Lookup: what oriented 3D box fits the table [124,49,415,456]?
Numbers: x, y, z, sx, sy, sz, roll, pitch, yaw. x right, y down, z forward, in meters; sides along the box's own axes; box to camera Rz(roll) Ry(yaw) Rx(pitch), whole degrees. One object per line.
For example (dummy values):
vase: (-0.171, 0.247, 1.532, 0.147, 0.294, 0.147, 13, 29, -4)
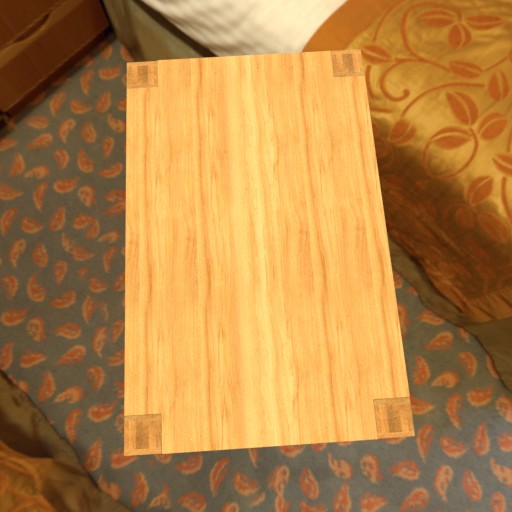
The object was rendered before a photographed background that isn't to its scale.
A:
table: (0.000, 0.000, 1.901, 0.900, 0.760, 1.400, -4, 76, -1)
